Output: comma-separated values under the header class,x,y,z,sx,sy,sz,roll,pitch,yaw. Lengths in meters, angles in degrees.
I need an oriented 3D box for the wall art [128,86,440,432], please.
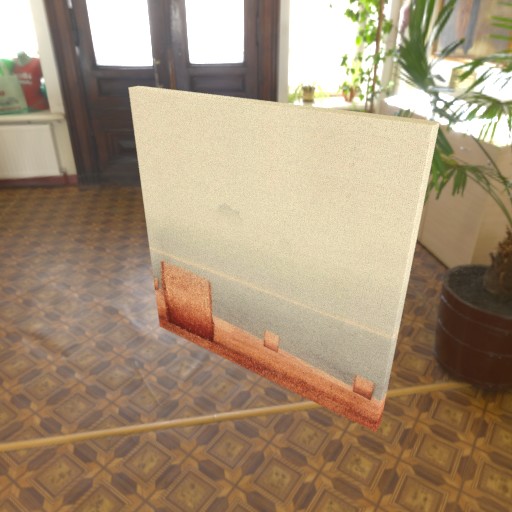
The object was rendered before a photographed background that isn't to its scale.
class,x,y,z,sx,sy,sz,roll,pitch,yaw
wall art,0.000,0.000,0.606,0.405,0.405,0.023,18,34,30
